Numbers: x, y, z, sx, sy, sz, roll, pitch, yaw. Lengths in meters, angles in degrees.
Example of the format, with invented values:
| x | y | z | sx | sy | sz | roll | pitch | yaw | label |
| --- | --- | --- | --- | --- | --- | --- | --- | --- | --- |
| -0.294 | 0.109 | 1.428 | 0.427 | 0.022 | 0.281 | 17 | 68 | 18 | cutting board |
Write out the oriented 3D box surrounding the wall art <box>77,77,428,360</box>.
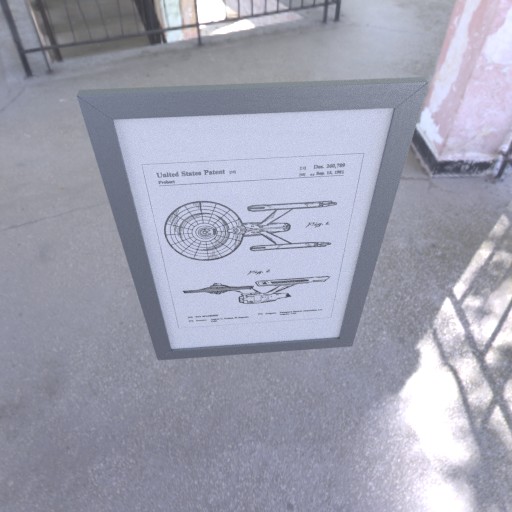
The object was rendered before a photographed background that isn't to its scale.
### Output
| x | y | z | sx | sy | sz | roll | pitch | yaw | label |
| --- | --- | --- | --- | --- | --- | --- | --- | --- | --- |
| 0.000 | 0.000 | 0.667 | 0.376 | 0.529 | 0.013 | -3 | 46 | -3 | wall art |
